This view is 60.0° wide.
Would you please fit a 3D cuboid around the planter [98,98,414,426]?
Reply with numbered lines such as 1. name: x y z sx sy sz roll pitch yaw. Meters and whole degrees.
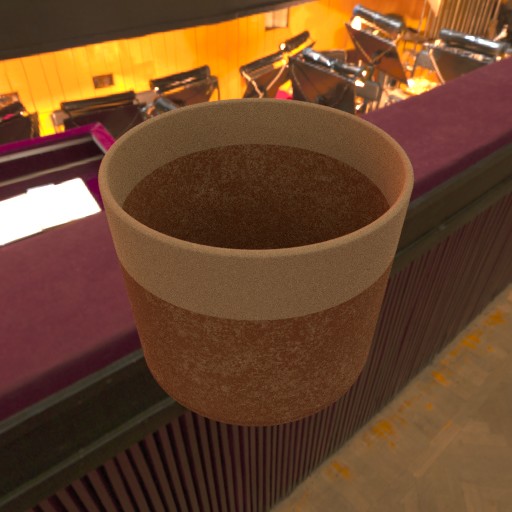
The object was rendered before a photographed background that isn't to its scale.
1. planter: 0.000 0.000 0.274 0.159 0.138 0.159 0 41 0
